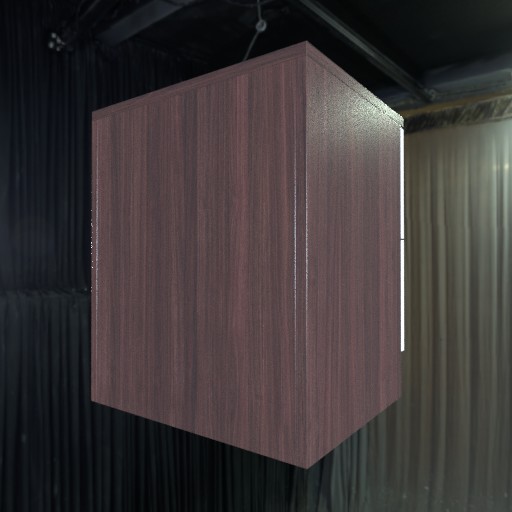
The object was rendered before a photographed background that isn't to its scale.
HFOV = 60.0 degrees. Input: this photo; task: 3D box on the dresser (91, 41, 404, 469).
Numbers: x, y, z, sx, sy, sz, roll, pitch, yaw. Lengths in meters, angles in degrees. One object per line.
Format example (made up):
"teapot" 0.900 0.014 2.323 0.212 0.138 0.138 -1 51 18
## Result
"dresser" 0.000 0.000 0.749 0.400 0.470 0.360 0 -1 36
